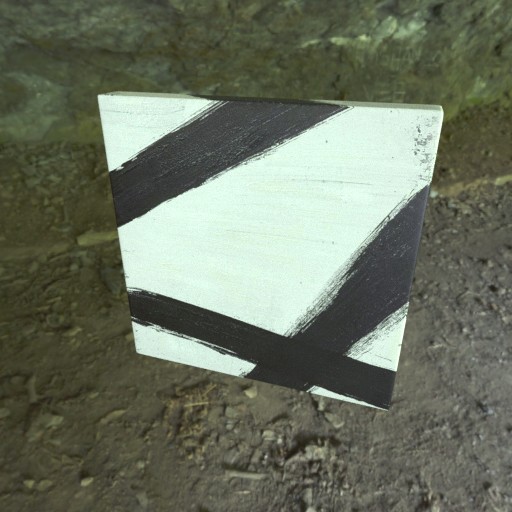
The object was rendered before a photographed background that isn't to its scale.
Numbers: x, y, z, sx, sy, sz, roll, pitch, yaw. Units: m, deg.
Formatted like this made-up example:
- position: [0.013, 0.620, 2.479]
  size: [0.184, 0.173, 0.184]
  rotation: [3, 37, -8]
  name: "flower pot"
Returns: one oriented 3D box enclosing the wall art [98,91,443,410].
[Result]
- position: [0.000, 0.000, 0.754]
  size: [0.507, 0.508, 0.050]
  rotation: [8, 28, 16]
  name: "wall art"
